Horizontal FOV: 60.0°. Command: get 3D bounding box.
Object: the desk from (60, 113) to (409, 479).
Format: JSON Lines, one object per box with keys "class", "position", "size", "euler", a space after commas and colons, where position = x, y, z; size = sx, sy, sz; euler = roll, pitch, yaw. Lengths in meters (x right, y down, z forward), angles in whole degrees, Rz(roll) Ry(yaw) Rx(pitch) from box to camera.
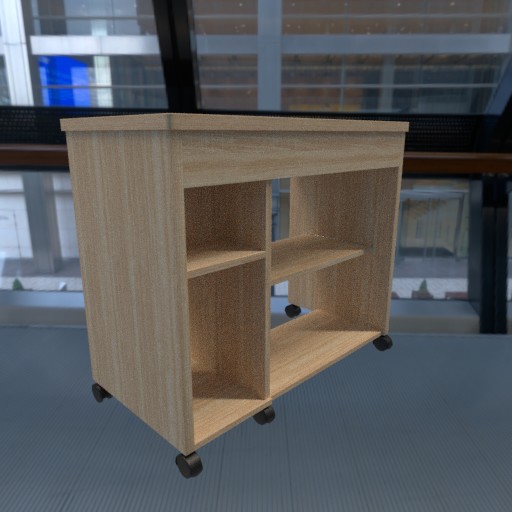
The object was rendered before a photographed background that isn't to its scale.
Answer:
{"class": "desk", "position": [0.000, 0.000, 1.321], "size": [0.884, 0.770, 0.480], "euler": [-15, 21, -43]}
